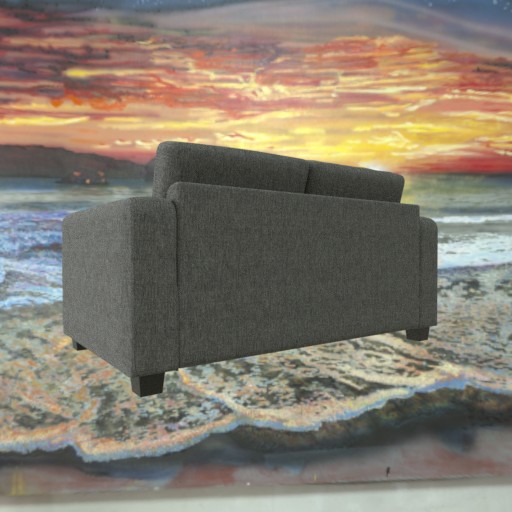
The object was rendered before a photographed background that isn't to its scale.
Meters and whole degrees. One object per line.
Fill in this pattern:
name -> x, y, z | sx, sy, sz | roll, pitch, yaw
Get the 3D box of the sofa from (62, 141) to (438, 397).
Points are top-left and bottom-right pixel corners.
sofa -> 0.000, 0.000, 2.030 | 1.520, 0.800, 0.900 | -1, 1, -35
